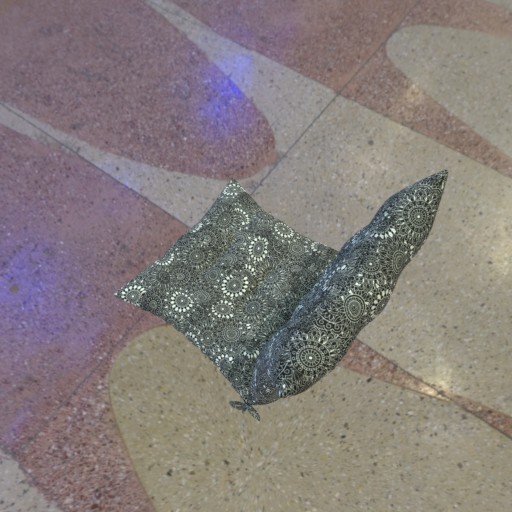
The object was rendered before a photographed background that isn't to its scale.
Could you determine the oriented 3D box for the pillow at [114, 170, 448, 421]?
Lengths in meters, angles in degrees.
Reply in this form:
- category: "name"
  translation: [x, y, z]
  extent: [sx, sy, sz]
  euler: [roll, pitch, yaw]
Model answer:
- category: "pillow"
  translation: [0.000, 0.000, 1.014]
  extent: [0.585, 0.536, 0.541]
  euler: [36, 69, 16]
